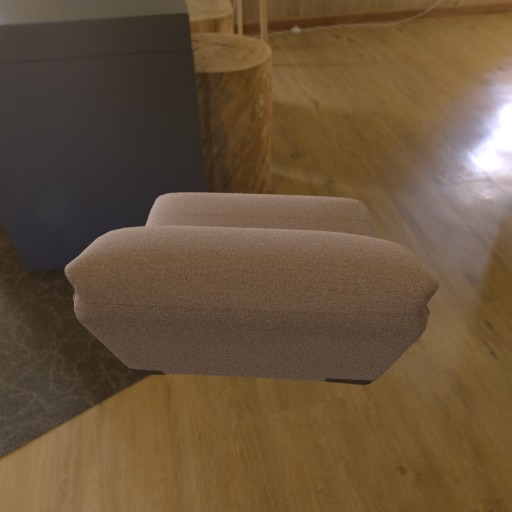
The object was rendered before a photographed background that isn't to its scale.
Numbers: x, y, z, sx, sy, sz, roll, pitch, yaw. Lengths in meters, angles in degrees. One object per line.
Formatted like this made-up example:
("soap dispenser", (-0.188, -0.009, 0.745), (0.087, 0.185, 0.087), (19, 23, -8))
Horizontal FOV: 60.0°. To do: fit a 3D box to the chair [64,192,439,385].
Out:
("chair", (0.000, 0.000, 1.353), (0.820, 0.580, 0.780), (2, 46, 2))
